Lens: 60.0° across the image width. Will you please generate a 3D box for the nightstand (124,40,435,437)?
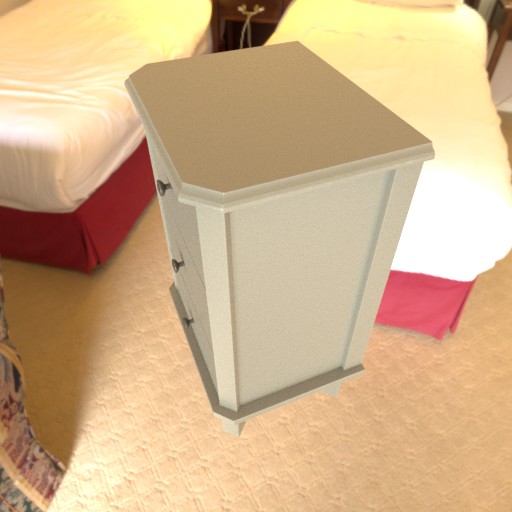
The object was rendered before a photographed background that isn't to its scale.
[{"bbox_3d":[0.000,0.000,0.926,0.348,0.680,0.435,-16,47,-16],"label":"nightstand"}]
